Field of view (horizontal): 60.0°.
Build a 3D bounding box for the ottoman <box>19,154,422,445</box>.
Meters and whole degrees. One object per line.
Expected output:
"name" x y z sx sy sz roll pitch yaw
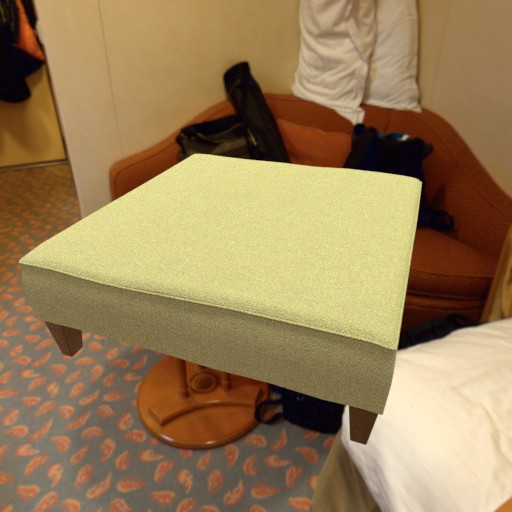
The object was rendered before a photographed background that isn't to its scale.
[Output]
"ottoman" 0.000 0.000 1.484 0.968 0.379 1.004 11 31 18
